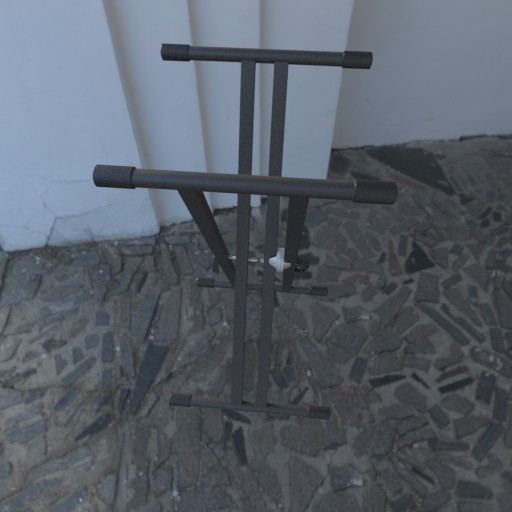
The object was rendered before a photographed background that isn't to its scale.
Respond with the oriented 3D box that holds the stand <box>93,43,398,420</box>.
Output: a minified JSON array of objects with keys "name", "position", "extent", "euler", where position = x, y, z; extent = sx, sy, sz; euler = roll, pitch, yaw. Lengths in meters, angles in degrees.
[{"name":"stand","position":[0.000,0.000,1.189],"extent":[0.495,0.900,0.503],"euler":[4,48,4]}]
